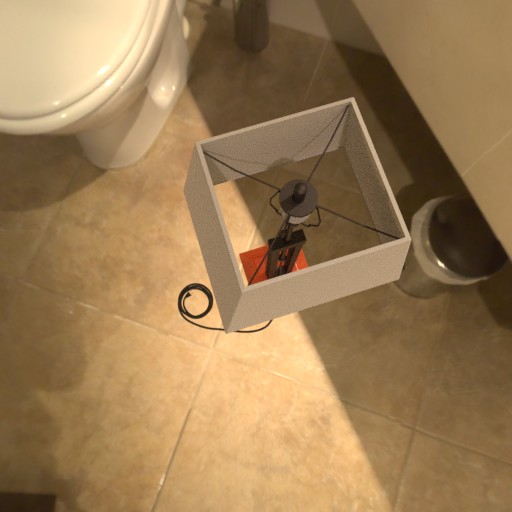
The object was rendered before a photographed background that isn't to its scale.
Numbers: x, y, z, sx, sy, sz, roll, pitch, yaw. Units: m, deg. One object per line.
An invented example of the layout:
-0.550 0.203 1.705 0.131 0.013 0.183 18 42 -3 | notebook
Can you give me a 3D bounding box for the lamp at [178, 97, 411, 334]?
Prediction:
0.000 0.000 1.005 0.498 0.737 0.310 -17 78 -4 | lamp
